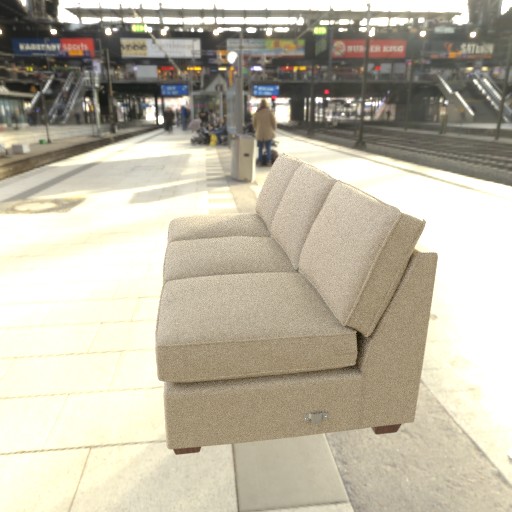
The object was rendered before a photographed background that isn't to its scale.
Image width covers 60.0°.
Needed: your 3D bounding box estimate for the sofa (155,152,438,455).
[{"bbox_3d":[0.000,0.000,2.492,1.027,0.973,1.962,-3,18,-8],"label":"sofa"}]
